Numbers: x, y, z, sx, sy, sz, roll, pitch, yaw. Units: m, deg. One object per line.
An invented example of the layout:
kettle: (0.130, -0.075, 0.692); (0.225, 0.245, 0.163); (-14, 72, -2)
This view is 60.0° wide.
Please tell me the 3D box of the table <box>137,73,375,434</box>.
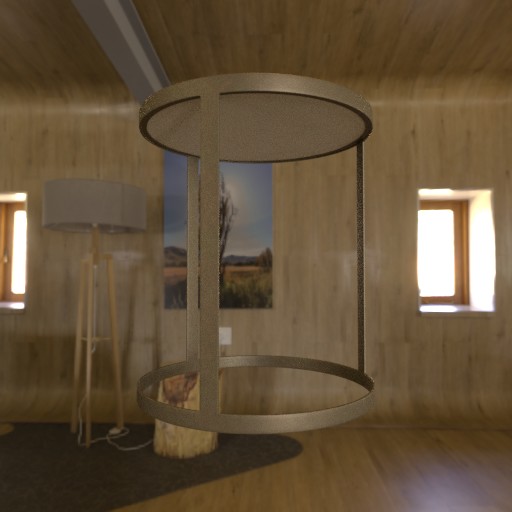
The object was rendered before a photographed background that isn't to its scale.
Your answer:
table: (0.000, 0.000, 0.932); (0.480, 0.565, 0.480); (0, -2, 0)
